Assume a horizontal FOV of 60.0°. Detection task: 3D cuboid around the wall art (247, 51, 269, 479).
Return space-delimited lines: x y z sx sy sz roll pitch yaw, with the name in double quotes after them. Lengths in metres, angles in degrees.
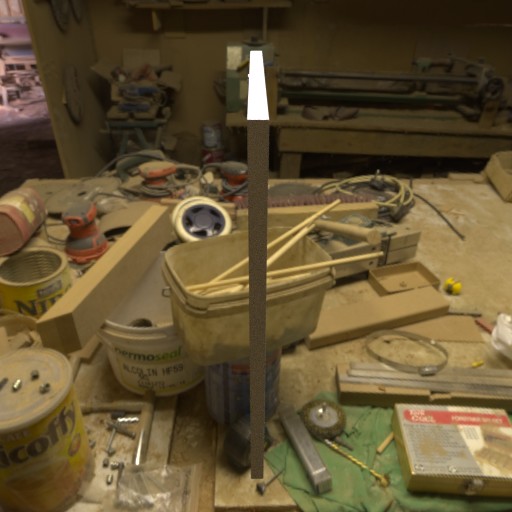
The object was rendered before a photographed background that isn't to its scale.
0.000 0.000 1.372 0.042 1.056 0.805 0 32 0 "wall art"
